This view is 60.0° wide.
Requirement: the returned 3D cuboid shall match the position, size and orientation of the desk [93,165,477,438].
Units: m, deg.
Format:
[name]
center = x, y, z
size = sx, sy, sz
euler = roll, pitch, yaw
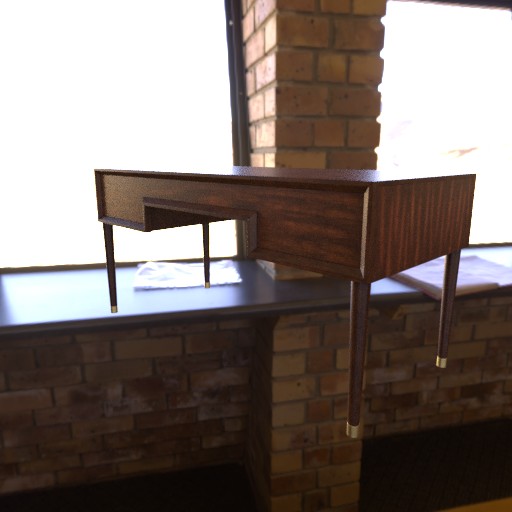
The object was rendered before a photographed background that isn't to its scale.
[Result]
[desk]
center = 0.000, 0.000, 1.999
size = 0.724, 0.762, 1.575
euler = -13, 18, -43
